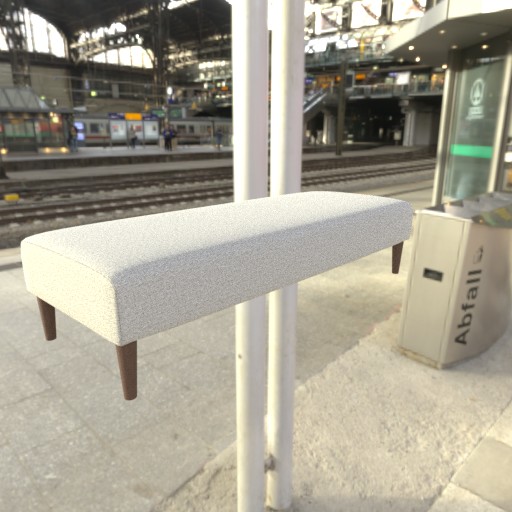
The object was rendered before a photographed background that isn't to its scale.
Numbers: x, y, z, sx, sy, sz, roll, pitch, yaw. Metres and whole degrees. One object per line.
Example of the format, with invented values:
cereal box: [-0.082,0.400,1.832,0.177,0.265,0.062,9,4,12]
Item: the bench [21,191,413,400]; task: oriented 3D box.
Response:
bench: [0.000,0.000,1.821,0.631,0.383,1.598,14,21,42]
